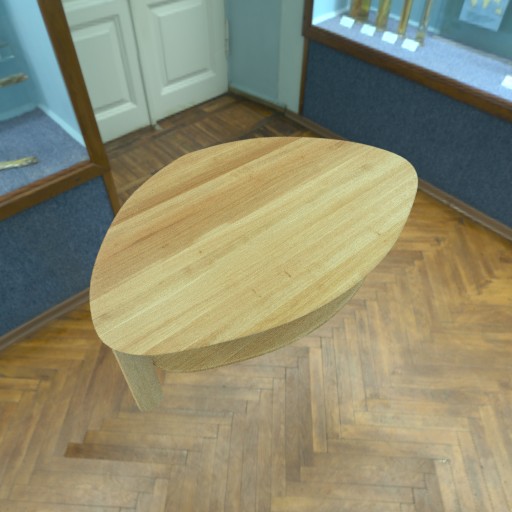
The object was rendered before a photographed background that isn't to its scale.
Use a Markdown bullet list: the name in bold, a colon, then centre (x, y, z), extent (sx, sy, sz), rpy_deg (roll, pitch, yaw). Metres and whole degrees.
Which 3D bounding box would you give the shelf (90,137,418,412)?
- **shelf**: centre (0.000, 0.000, 1.632), extent (1.246, 0.440, 0.845), rpy_deg (-32, 54, -26)
